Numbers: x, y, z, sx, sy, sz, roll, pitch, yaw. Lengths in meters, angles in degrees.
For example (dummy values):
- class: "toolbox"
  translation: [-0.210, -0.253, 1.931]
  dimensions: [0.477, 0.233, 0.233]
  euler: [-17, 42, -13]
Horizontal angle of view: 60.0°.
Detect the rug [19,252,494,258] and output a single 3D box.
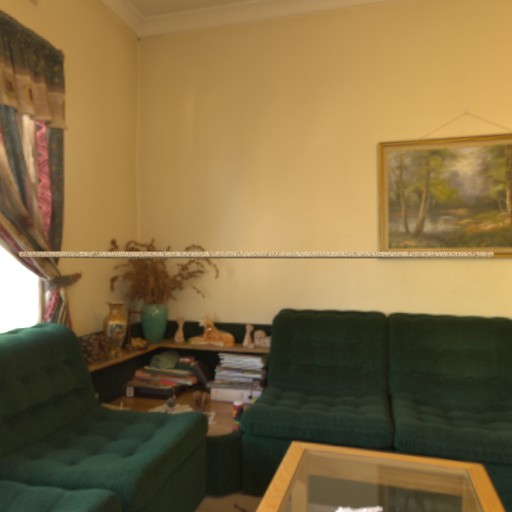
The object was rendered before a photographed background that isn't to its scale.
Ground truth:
- class: "rug"
  translation: [0.000, 0.000, 2.920]
  dimensions: [2.349, 0.025, 1.500]
  euler: [0, -1, -1]
